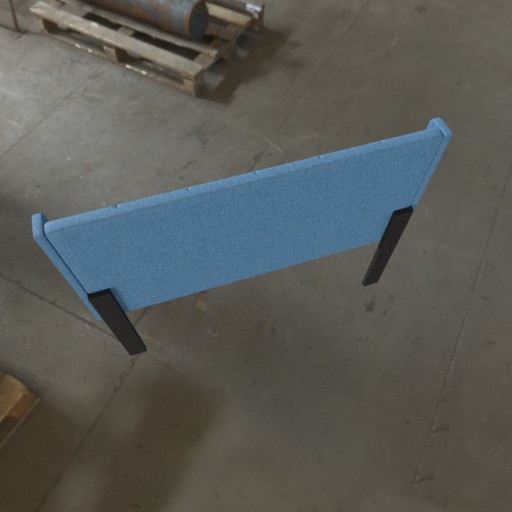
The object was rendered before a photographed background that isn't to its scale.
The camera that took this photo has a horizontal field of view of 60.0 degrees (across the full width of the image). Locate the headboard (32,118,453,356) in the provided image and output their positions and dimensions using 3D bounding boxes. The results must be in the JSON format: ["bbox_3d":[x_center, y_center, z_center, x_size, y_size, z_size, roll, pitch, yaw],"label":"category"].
[{"bbox_3d":[0.000,0.000,2.746,2.051,1.524,0.184,-15,60,-9],"label":"headboard"}]
